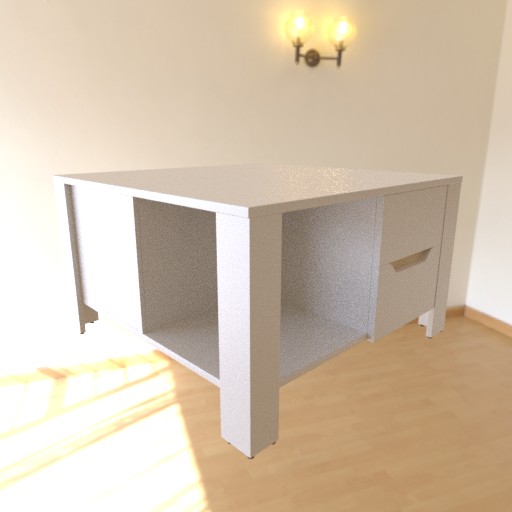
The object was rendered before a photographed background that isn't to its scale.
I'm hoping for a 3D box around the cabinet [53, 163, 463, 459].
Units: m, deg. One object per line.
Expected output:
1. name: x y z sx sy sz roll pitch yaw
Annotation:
1. cabinet: 0.000 0.000 1.281 0.800 0.460 0.800 -14 21 -42
